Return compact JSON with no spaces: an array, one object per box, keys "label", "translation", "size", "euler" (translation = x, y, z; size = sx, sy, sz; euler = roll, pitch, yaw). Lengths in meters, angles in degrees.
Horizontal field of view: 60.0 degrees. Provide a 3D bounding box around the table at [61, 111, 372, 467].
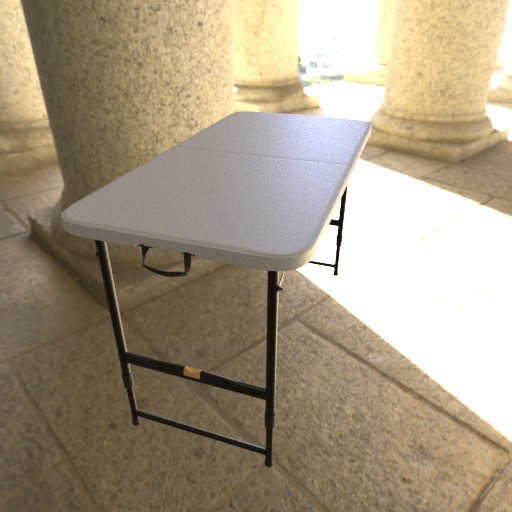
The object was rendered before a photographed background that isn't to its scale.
[{"label":"table","translation":[0.000,0.000,1.602],"size":[0.611,0.737,1.245],"euler":[10,32,16]}]
